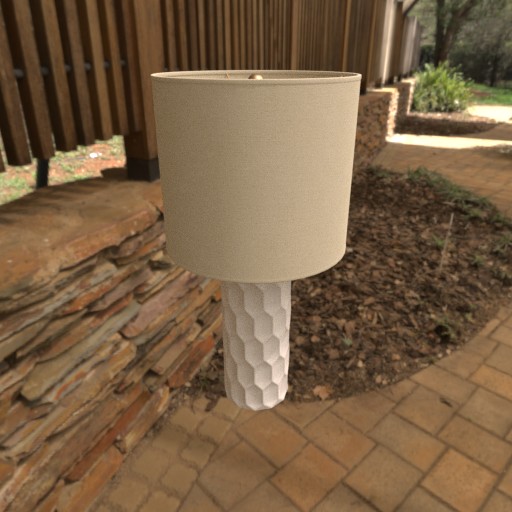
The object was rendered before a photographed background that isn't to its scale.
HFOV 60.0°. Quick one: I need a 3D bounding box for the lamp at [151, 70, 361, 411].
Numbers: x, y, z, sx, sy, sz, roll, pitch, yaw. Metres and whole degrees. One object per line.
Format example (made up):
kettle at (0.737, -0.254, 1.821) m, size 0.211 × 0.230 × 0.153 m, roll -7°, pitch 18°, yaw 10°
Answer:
lamp at (0.000, 0.000, 0.705) m, size 0.277 × 0.537 × 0.277 m, roll 8°, pitch 26°, yaw 16°
